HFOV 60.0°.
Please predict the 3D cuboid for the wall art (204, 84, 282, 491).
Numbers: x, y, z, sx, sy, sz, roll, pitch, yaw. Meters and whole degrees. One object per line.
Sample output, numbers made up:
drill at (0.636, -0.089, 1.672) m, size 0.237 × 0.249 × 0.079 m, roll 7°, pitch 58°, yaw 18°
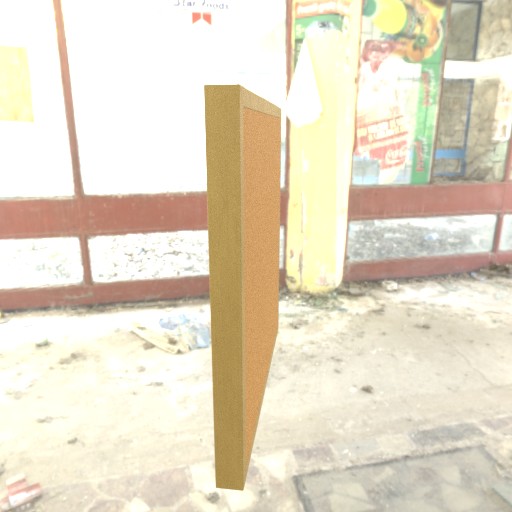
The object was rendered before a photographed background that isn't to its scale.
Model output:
wall art at (0.000, 0.000, 0.766) m, size 0.038 × 0.508 × 0.508 m, roll 2°, pitch 16°, yaw 8°
